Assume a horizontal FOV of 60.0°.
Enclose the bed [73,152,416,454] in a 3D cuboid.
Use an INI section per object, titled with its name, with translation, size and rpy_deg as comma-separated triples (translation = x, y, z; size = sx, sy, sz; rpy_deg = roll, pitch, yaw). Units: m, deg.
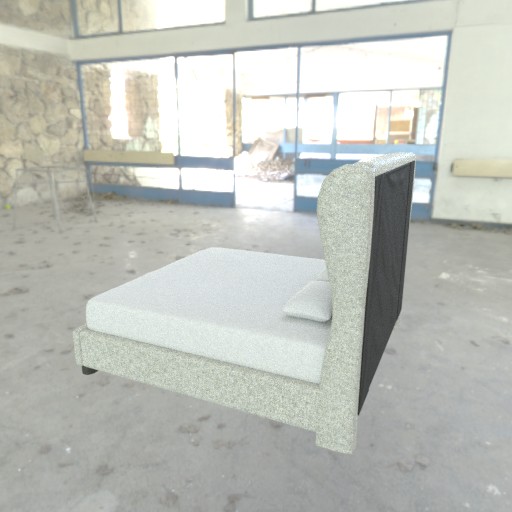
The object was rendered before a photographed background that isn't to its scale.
[bed]
translation = 0.000, 0.000, 3.933
size = 2.347, 1.771, 2.219
rpy_deg = 7, 17, 24
